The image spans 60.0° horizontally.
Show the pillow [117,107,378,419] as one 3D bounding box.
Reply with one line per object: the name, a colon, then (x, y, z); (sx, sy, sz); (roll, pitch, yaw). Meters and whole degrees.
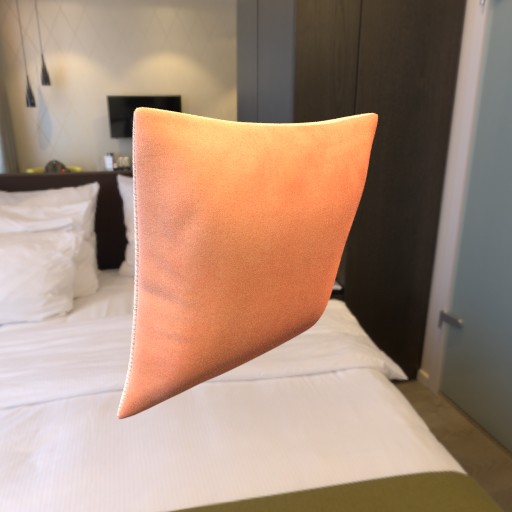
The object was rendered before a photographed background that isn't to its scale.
pillow: (0.000, 0.000, 0.648); (0.424, 0.401, 0.177); (-16, 23, -42)
